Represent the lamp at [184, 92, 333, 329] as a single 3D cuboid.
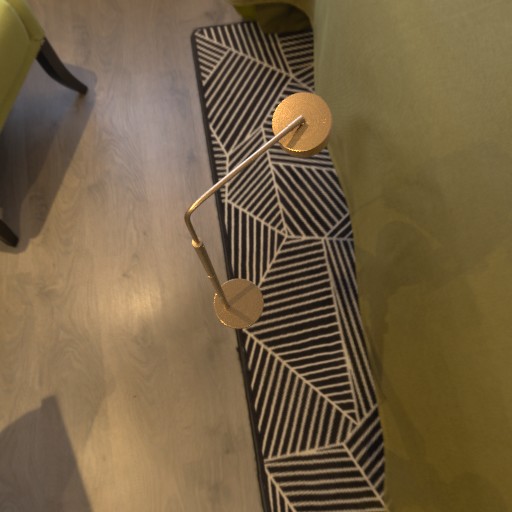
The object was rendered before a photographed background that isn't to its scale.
[{"bbox_3d":[0.000,0.000,1.405,0.418,1.230,0.219,-40,79,-9],"label":"lamp"}]
